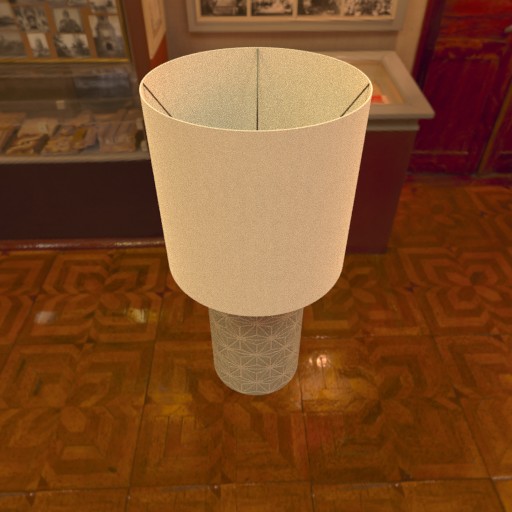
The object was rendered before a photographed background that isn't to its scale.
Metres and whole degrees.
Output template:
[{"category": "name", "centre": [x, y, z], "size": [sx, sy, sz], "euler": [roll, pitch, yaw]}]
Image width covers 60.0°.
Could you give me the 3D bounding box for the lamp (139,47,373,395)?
[{"category": "lamp", "centre": [0.000, 0.000, 0.535], "size": [0.206, 0.416, 0.206], "euler": [0, 41, 0]}]
